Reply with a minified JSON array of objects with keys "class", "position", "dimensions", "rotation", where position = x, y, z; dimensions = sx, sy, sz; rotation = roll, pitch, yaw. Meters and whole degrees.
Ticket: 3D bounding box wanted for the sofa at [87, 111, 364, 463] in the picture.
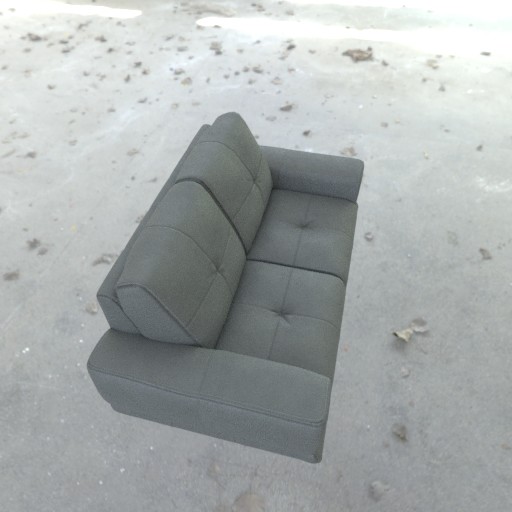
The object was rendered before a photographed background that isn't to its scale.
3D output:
[{"class":"sofa","position":[0.000,0.000,2.368],"dimensions":[1.018,0.907,1.806],"rotation":[10,48,10]}]
